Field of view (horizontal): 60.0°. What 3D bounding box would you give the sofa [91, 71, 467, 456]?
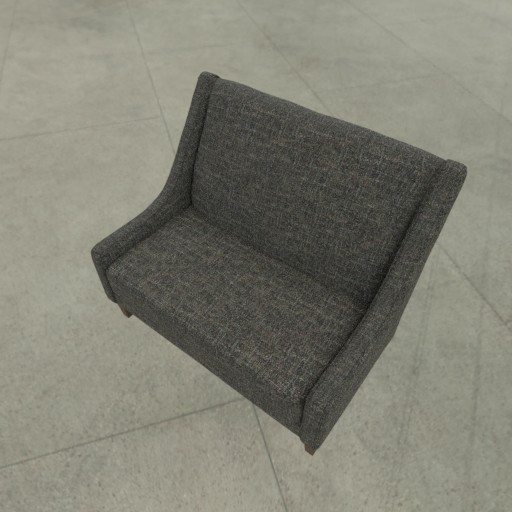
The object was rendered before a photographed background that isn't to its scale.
[{"bbox_3d":[0.000,0.000,1.908,1.242,1.021,0.870,29,53,25],"label":"sofa"}]
